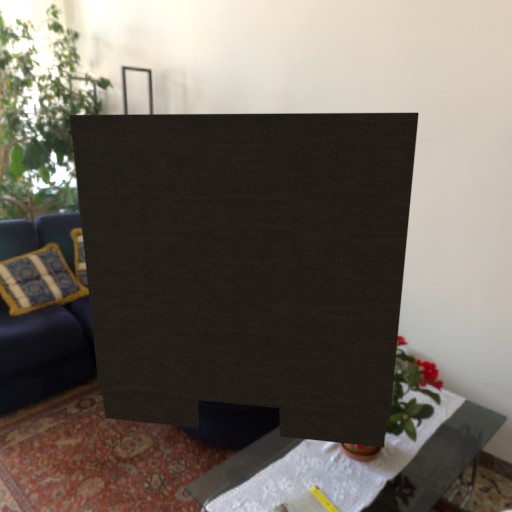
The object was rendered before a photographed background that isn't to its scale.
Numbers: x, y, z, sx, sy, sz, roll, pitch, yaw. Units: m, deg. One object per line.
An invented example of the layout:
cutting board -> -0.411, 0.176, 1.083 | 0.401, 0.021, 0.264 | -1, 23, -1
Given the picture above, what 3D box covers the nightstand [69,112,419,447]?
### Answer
nightstand -> 0.000, 0.000, 0.754 | 0.427, 0.448, 0.347 | 2, 16, 9
